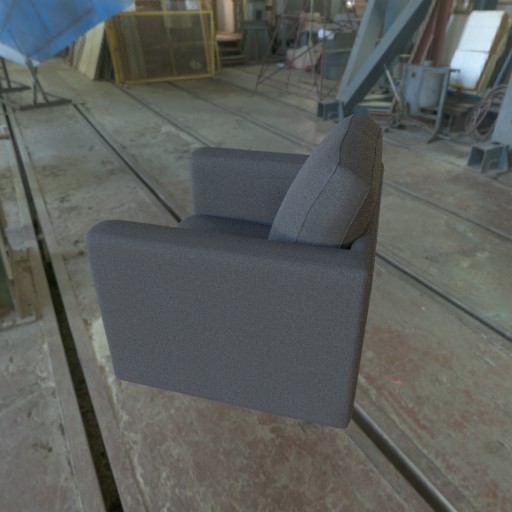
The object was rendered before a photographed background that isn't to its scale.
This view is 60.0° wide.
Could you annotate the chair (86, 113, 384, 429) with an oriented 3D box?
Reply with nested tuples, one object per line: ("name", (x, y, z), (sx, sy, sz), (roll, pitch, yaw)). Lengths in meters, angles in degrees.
("chair", (0.000, 0.000, 1.572), (0.800, 0.927, 0.854), (8, 32, 14))
